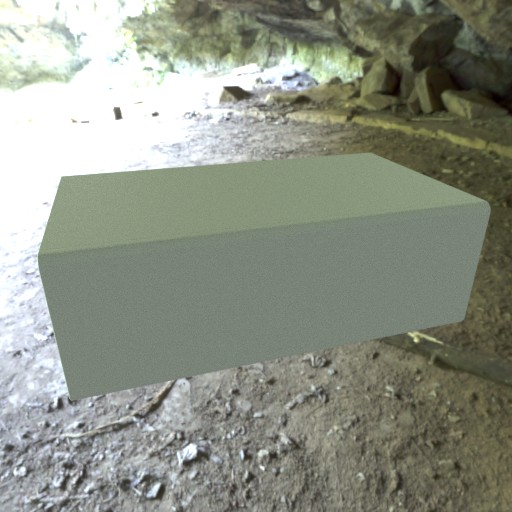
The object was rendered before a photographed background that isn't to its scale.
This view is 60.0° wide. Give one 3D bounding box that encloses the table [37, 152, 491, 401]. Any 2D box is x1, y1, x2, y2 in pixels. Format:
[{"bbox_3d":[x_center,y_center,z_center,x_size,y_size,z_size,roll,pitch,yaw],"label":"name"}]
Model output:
[{"bbox_3d":[0.000,0.000,1.380,1.097,0.442,0.639,-8,27,-16],"label":"table"}]
